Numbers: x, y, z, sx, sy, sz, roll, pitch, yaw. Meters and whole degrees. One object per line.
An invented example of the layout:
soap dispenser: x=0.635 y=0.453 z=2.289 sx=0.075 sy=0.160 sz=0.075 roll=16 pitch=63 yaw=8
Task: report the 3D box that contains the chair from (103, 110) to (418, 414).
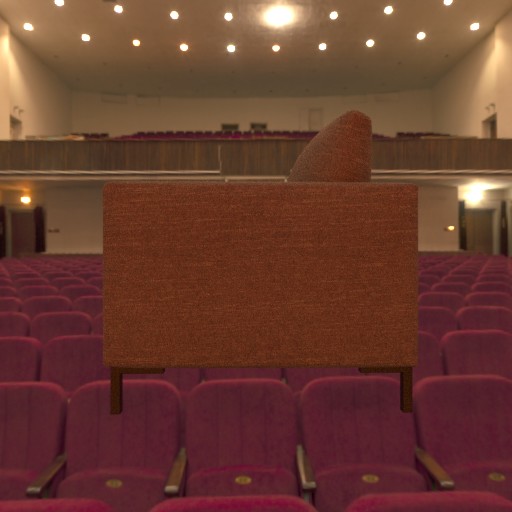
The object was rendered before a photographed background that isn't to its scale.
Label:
chair: x=0.000 y=0.000 z=1.599 sx=0.845 sy=0.841 sz=0.940 roll=0 pitch=0 yaw=-1
